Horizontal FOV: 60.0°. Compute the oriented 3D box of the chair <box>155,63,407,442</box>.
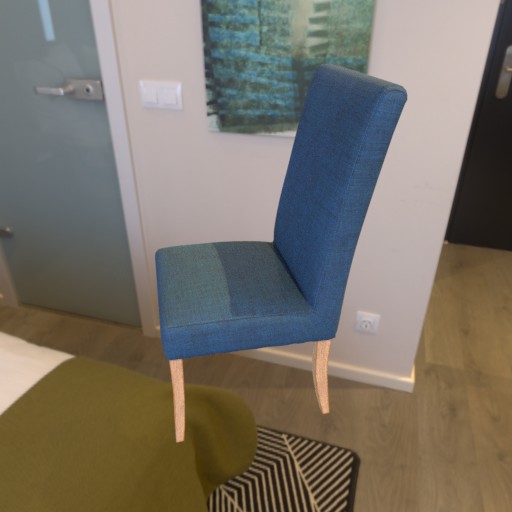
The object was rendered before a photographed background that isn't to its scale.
[{"bbox_3d":[0.000,0.000,1.352,0.610,1.029,0.450,-7,30,-11],"label":"chair"}]
